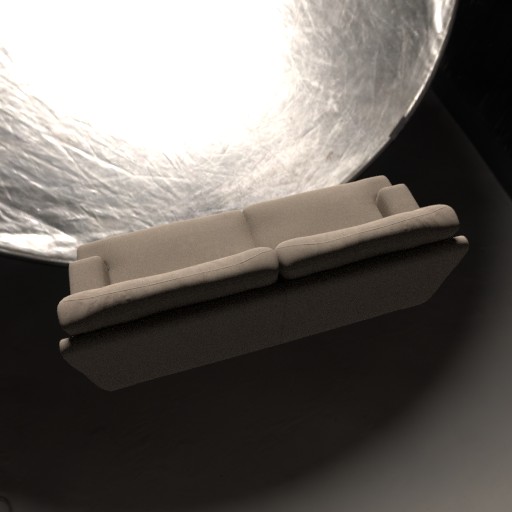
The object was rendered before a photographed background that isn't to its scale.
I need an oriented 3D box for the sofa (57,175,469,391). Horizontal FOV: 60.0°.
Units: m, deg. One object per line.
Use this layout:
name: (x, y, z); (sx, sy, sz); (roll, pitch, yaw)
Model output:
sofa: (0.000, 0.000, 2.903); (2.354, 0.980, 0.962); (-14, 60, -8)
